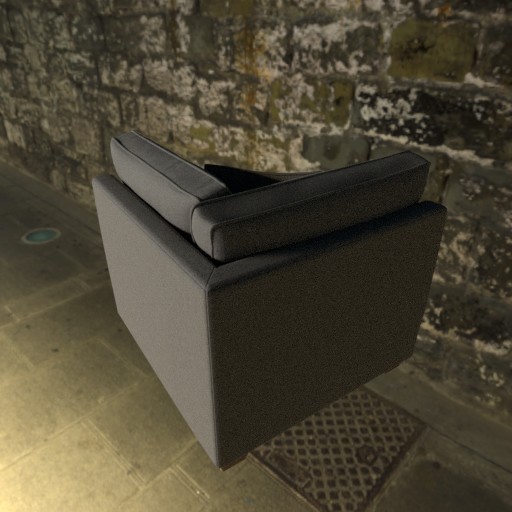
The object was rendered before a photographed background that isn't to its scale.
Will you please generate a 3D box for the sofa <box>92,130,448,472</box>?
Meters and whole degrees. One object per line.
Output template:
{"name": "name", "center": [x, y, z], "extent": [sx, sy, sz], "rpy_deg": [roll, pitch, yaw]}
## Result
{"name": "sofa", "center": [0.000, 0.000, 2.013], "extent": [1.084, 1.002, 1.146], "rpy_deg": [-18, 34, -29]}
